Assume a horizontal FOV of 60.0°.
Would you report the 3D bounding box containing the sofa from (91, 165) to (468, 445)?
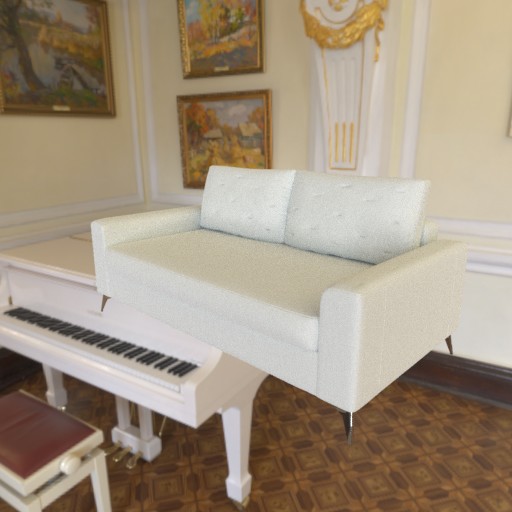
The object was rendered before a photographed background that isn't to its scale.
[{"bbox_3d":[0.000,0.000,2.140,1.650,0.790,0.920,14,20,42],"label":"sofa"}]
